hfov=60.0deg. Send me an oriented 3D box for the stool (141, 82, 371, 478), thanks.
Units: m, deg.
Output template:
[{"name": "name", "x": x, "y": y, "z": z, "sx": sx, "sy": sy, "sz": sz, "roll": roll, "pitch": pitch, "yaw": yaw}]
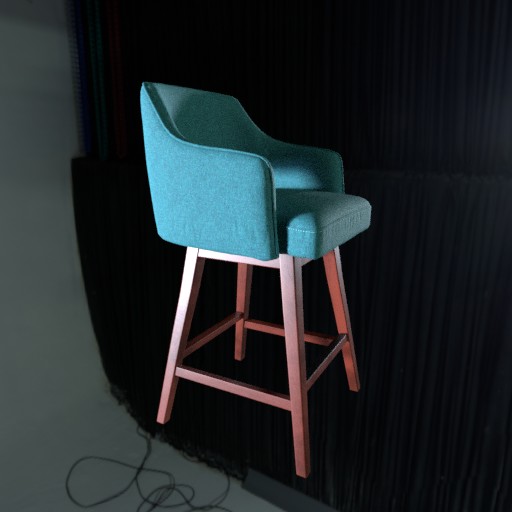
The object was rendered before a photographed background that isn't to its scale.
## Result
[{"name": "stool", "x": 0.000, "y": 0.000, "z": 1.300, "sx": 0.556, "sy": 0.961, "sz": 0.548, "roll": 8, "pitch": 16, "yaw": 28}]
